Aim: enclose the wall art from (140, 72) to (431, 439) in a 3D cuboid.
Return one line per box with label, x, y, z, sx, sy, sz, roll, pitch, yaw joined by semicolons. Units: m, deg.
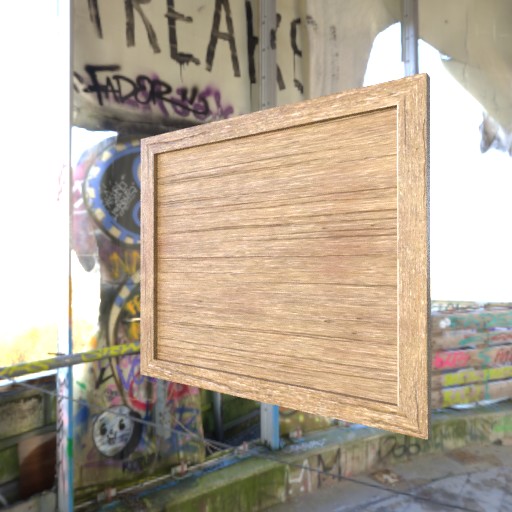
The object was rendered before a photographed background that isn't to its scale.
wall art;0.000;0.000;0.919;0.690;0.588;0.026;0;0;35
